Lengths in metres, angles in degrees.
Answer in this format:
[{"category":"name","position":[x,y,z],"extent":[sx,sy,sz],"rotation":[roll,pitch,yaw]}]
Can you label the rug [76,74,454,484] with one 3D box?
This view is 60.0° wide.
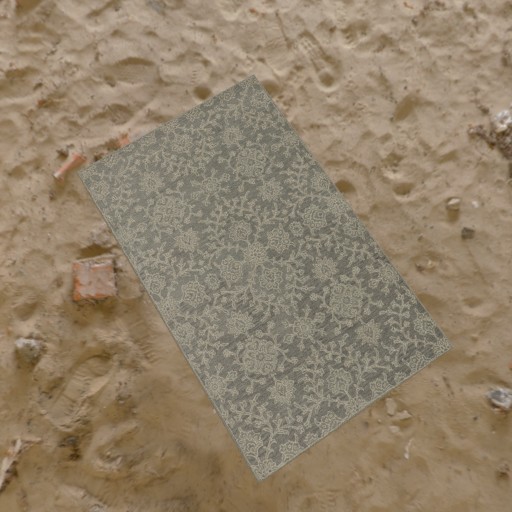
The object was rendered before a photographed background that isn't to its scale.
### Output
[{"category":"rug","position":[0.000,0.000,3.040],"extent":[1.515,0.010,2.430],"rotation":[-32,78,-7]}]
